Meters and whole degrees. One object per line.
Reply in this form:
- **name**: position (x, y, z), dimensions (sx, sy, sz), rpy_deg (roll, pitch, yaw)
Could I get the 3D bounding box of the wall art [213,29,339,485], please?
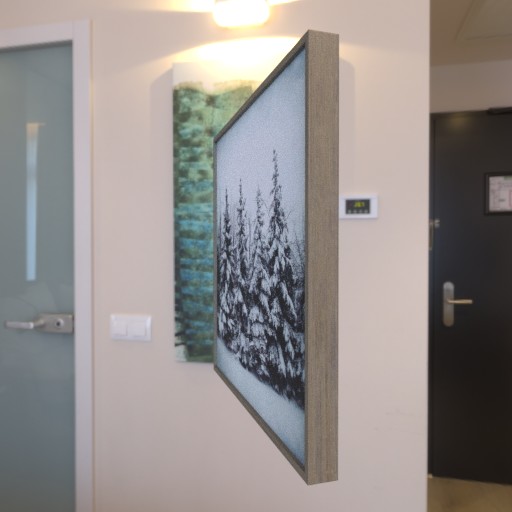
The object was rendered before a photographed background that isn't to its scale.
- **wall art**: position (0.000, 0.000, 0.740), dimensions (0.037, 0.507, 0.507), rpy_deg (0, 1, -17)
